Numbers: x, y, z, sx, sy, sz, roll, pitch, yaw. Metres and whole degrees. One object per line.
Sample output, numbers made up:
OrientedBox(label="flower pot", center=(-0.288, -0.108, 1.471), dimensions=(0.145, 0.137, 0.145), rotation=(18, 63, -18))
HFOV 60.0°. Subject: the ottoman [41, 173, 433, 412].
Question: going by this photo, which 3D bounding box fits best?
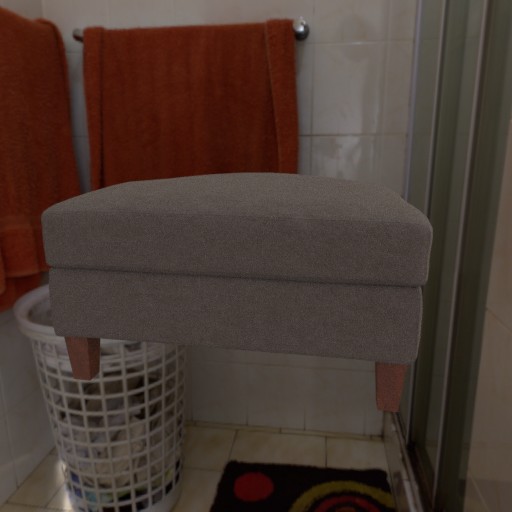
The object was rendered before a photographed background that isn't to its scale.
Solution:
OrientedBox(label="ottoman", center=(0.000, 0.000, 1.368), dimensions=(0.861, 0.482, 0.881), rotation=(3, 14, 10))
